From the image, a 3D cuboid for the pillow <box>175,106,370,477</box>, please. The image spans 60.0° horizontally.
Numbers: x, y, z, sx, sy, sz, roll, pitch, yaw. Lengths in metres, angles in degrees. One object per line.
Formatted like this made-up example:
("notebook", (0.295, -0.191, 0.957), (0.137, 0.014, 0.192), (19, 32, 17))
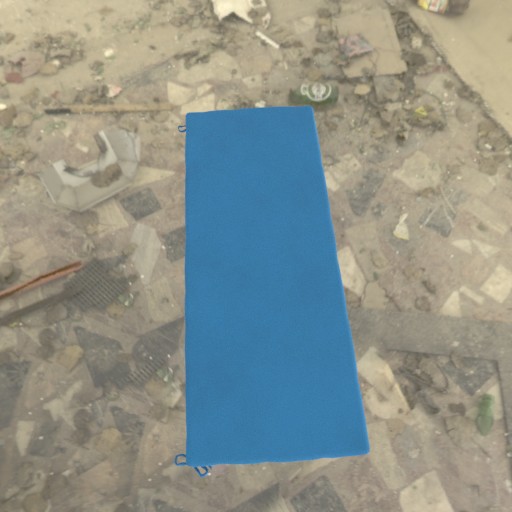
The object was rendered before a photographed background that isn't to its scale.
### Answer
("pillow", (0.000, 0.000, 1.352), (0.492, 0.081, 1.187), (-4, 64, -2))
